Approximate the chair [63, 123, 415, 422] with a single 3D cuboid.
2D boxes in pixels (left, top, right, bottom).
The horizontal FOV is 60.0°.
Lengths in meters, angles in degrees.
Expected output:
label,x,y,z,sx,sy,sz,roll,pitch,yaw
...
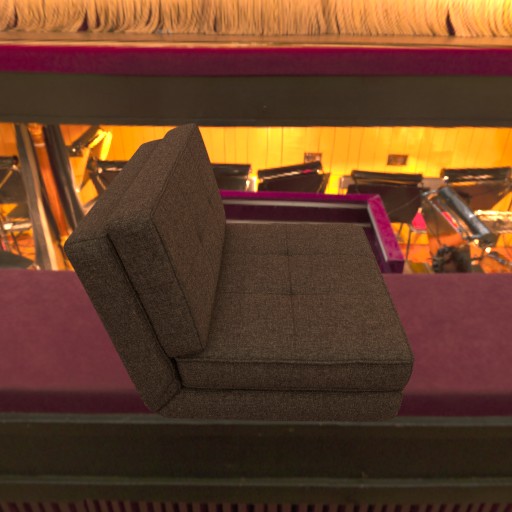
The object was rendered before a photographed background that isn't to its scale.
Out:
label,x,y,z,sx,sy,sz,roll,pitch,yaw
chair,0.000,0.000,1.336,0.800,0.615,0.740,1,31,1
